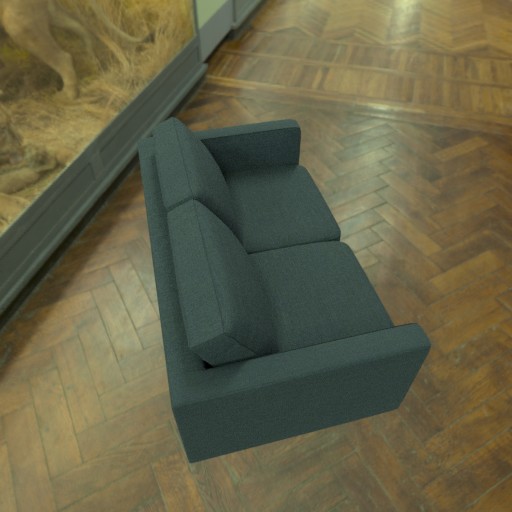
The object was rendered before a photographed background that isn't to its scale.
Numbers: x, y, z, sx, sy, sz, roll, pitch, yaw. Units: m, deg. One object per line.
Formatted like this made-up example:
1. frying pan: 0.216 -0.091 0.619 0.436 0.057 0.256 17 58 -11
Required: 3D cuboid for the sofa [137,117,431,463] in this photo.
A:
1. sofa: 0.000 0.000 2.274 0.999 0.907 1.659 -11 48 -10
